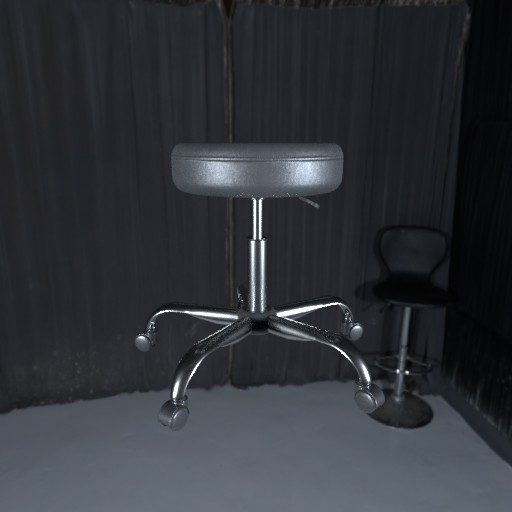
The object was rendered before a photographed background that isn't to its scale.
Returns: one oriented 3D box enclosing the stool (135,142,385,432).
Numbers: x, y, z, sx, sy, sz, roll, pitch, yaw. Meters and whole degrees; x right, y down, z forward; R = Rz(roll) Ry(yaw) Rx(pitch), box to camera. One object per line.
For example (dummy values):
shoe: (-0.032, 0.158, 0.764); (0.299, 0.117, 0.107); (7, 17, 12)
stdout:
stool: (0.000, 0.000, 1.161); (0.673, 0.576, 0.638); (-2, 15, -8)
